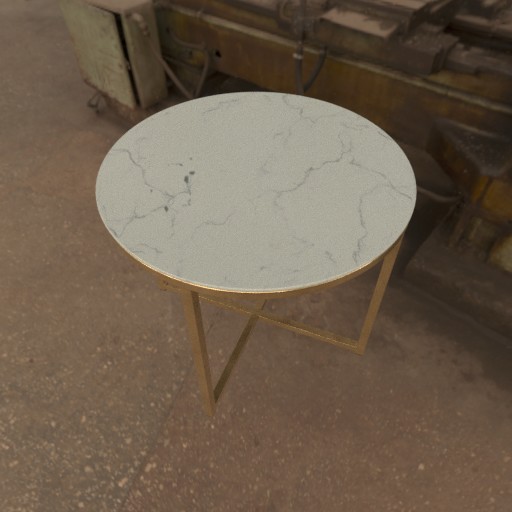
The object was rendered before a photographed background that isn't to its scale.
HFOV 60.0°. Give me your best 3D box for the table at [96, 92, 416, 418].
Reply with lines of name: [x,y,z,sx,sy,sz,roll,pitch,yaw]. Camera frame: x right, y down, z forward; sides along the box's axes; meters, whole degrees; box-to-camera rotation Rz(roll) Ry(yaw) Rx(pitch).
table: [0.000,0.000,0.864,0.500,0.420,0.500,0,47,0]
